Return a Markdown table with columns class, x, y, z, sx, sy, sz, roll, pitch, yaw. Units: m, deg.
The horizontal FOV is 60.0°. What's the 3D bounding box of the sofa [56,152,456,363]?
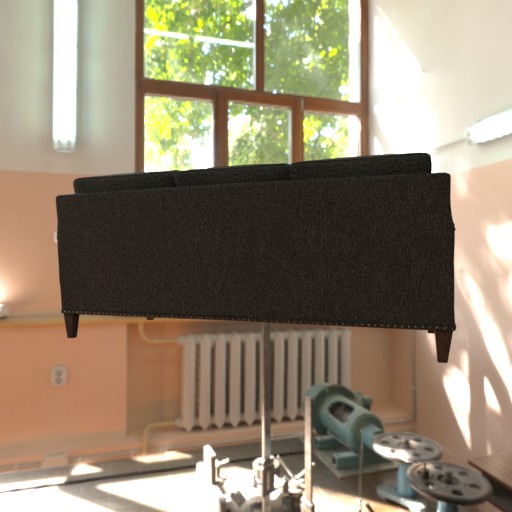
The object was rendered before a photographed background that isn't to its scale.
| class | x | y | z | sx | sy | sz | roll | pitch | yaw |
| --- | --- | --- | --- | --- | --- | --- | --- | --- | --- |
| sofa | 0.000 | 0.000 | 2.781 | 2.246 | 1.003 | 1.084 | 0 | -1 | 18 |
